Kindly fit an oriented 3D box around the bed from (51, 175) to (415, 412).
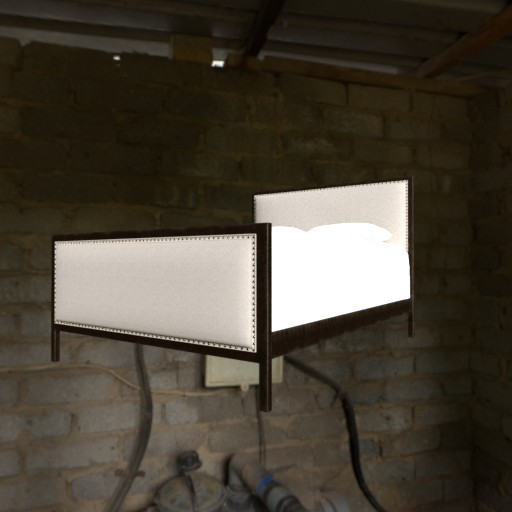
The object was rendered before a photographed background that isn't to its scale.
[{"bbox_3d":[0.000,0.000,3.165,1.607,1.313,2.221,0,-1,35],"label":"bed"}]
